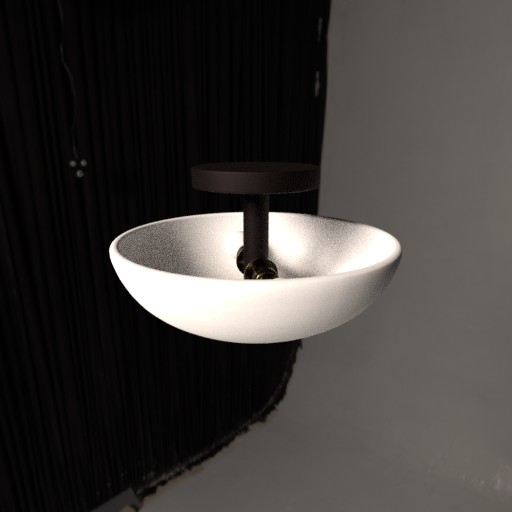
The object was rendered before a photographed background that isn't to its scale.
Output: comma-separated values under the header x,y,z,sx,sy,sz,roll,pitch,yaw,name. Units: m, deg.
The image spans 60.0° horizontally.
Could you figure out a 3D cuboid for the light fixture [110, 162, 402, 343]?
x,y,z,sx,sy,sz,roll,pitch,yaw,name
0.000,0.000,0.531,0.331,0.212,0.331,0,16,0,light fixture
